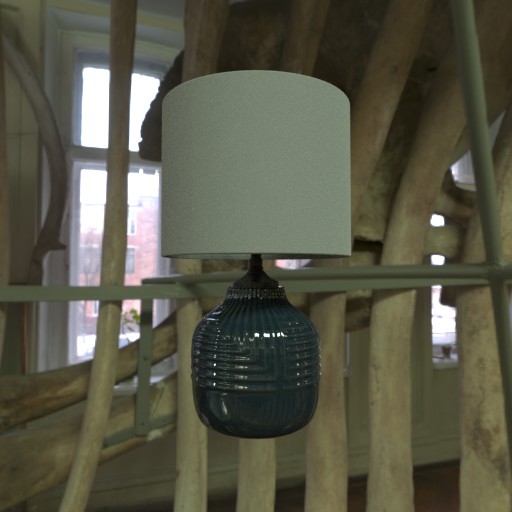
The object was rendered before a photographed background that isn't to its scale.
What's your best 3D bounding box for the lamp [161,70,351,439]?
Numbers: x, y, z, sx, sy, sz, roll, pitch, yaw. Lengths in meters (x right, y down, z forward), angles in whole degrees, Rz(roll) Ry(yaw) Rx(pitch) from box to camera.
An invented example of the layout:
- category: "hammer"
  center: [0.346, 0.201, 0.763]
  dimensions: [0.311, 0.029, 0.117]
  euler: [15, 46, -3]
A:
- category: "lamp"
  center: [0.000, 0.000, 0.757]
  dimensions: [0.318, 0.567, 0.318]
  euler: [0, -2, 0]
